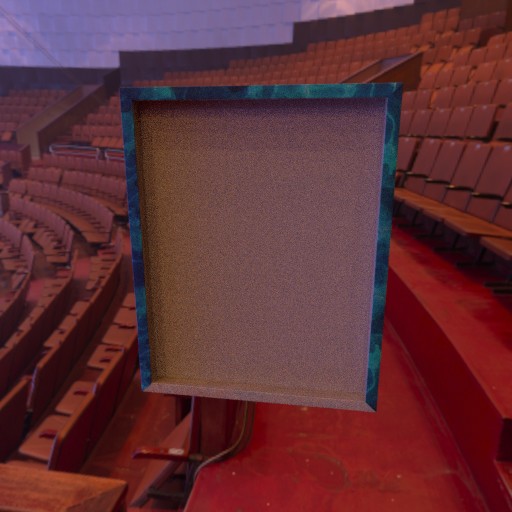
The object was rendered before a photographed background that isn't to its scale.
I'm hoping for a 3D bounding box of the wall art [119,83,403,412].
[{"bbox_3d":[0.000,0.000,0.885,0.508,0.635,0.038,2,15,9],"label":"wall art"}]
